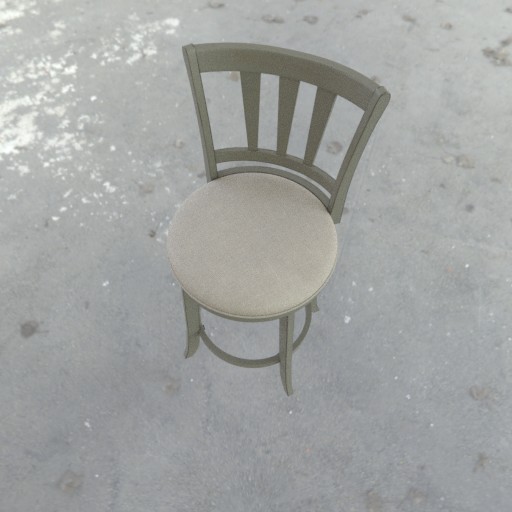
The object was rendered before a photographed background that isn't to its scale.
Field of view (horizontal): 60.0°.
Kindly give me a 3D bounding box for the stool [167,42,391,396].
[{"bbox_3d":[0.000,0.000,1.245,0.450,0.994,0.486,17,60,10],"label":"stool"}]
